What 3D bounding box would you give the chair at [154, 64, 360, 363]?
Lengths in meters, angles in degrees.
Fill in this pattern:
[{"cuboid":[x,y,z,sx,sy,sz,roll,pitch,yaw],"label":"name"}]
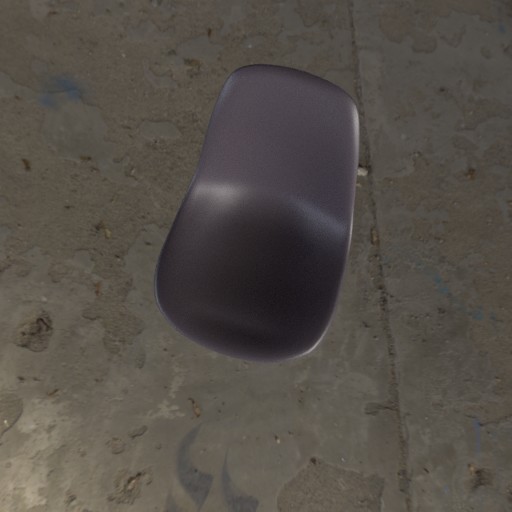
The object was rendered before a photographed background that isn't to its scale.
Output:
[{"cuboid":[0.000,0.000,1.167,0.470,0.825,0.533,17,76,4],"label":"chair"}]
